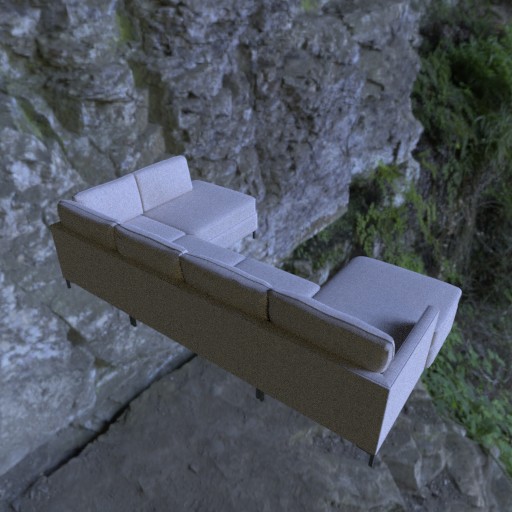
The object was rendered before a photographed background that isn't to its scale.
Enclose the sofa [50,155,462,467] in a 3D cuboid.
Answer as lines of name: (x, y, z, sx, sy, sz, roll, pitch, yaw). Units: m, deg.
sofa: (0.000, 0.000, 4.121, 3.423, 0.996, 2.021, 21, 37, 31)
